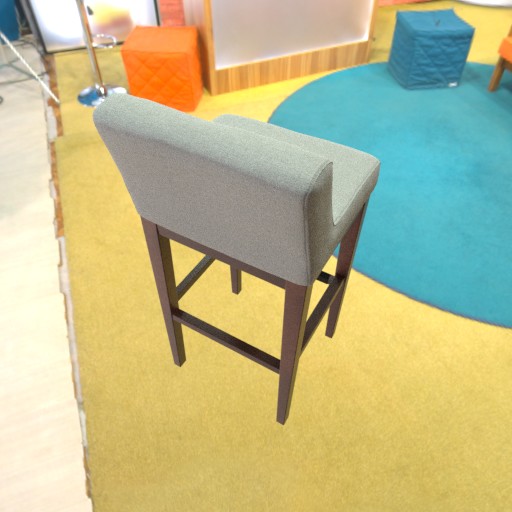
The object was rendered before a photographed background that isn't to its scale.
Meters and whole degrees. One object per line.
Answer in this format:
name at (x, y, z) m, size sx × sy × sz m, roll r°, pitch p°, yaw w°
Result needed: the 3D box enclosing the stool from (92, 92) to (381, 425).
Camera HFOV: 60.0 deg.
stool at (0.000, 0.000, 1.312) m, size 0.511 × 1.037 × 0.500 m, roll 23°, pitch 50°, yaw 21°
